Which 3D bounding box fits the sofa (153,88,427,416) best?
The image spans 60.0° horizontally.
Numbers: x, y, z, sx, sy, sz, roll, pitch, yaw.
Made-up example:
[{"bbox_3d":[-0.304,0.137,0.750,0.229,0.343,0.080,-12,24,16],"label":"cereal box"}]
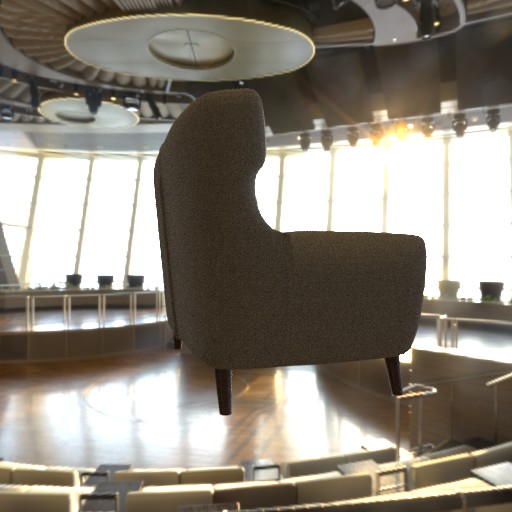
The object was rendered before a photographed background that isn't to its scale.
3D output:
[{"bbox_3d":[0.000,0.000,2.047,0.884,1.028,1.386,0,0,-18],"label":"sofa"}]
